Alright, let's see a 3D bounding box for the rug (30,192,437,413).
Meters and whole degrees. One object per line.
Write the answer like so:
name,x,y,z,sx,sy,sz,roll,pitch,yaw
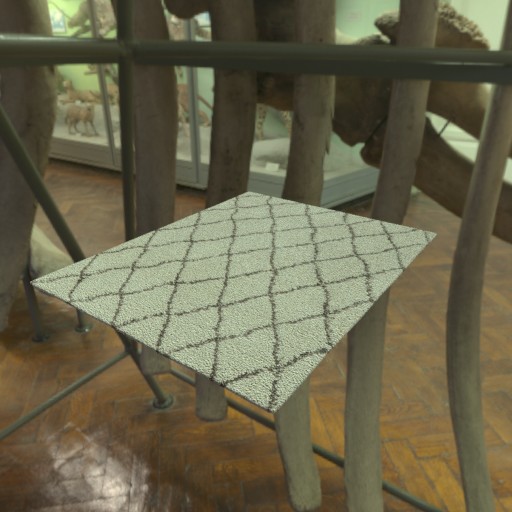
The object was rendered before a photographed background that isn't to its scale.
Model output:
rug,0.000,0.000,4.127,2.438,0.029,3.047,18,31,32
